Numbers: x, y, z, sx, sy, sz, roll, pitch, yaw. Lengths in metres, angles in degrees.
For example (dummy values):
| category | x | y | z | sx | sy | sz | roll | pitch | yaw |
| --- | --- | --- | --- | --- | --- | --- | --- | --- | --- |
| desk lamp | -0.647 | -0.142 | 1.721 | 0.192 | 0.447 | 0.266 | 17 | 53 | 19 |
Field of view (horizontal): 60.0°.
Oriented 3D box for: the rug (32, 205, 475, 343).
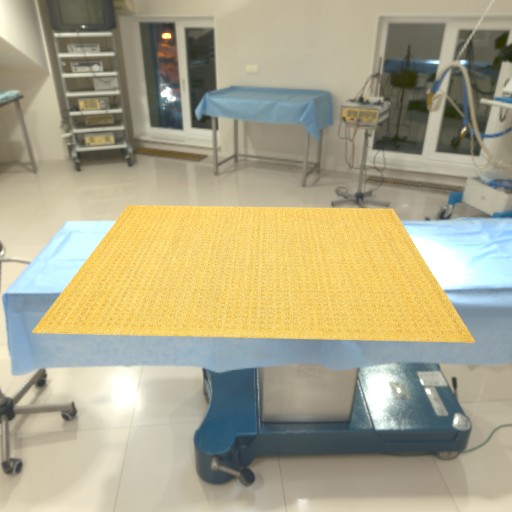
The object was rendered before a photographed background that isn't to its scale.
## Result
| category | x | y | z | sx | sy | sz | roll | pitch | yaw |
| --- | --- | --- | --- | --- | --- | --- | --- | --- | --- |
| rug | 0.000 | 0.000 | 4.333 | 3.242 | 0.015 | 2.486 | 1 | 29 | 2 |
